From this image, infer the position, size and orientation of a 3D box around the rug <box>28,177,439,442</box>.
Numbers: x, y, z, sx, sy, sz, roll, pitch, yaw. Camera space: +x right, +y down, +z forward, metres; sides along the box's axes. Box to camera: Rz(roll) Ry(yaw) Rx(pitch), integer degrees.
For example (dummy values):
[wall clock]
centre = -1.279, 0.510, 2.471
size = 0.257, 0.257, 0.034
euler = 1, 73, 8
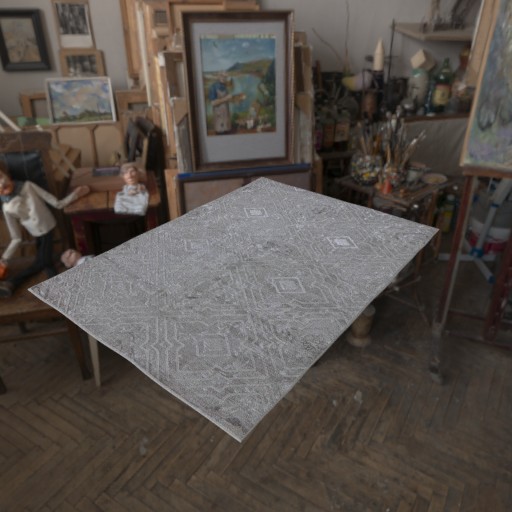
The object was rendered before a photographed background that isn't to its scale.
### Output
[rug]
centre = 0.000, 0.000, 4.347
size = 2.448, 0.020, 3.359
euler = 23, 38, 32
